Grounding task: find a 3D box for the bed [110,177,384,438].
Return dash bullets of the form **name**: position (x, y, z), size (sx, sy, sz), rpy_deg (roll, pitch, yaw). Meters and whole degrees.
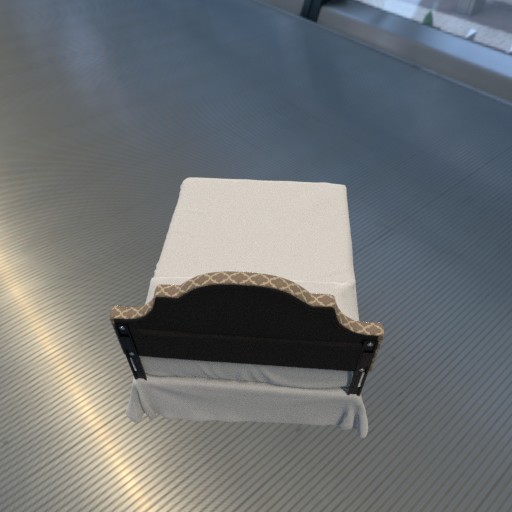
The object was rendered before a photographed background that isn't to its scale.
- **bed**: position (0.000, 0.000, 3.500), size (1.780, 1.633, 2.222), rpy_deg (3, 46, 3)
